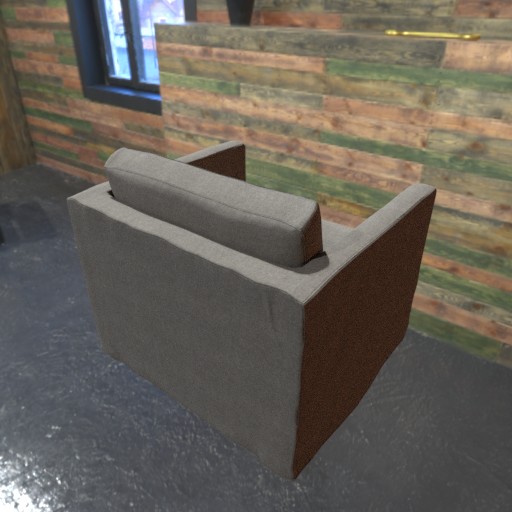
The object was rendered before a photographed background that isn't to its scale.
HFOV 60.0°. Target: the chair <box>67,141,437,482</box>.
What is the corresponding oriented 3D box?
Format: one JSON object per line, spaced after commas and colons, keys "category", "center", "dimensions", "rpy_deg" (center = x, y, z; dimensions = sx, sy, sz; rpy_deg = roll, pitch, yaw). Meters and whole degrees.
{"category": "chair", "center": [0.000, 0.000, 1.758], "dimensions": [1.057, 0.863, 0.949], "rpy_deg": [22, 37, 32]}
